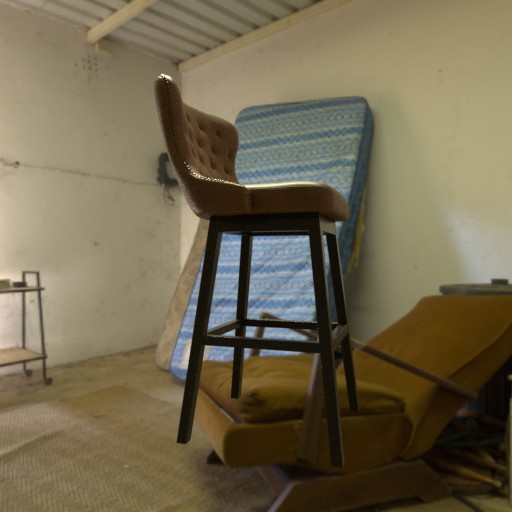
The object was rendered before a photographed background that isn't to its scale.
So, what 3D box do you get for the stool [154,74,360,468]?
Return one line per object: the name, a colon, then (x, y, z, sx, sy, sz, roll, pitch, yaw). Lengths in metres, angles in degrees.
stool: (0.000, 0.000, 1.402, 0.601, 1.050, 0.528, 0, 0, 18)
